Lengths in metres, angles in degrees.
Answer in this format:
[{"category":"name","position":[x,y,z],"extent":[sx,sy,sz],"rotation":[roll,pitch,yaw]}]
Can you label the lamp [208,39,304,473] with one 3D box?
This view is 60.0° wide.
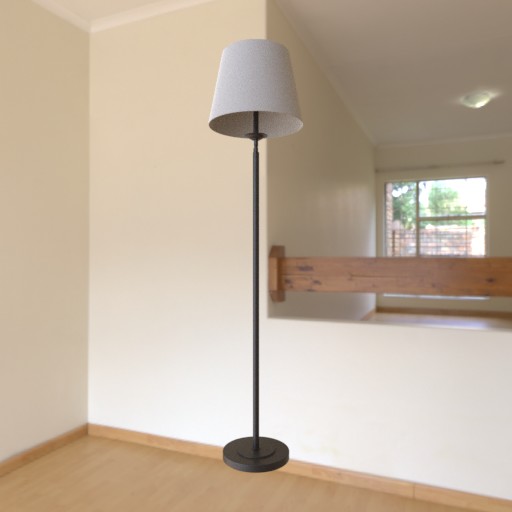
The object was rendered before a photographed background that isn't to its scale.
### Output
[{"category":"lamp","position":[0.000,0.000,1.626],"extent":[0.348,1.473,0.348],"rotation":[0,0,-1]}]
